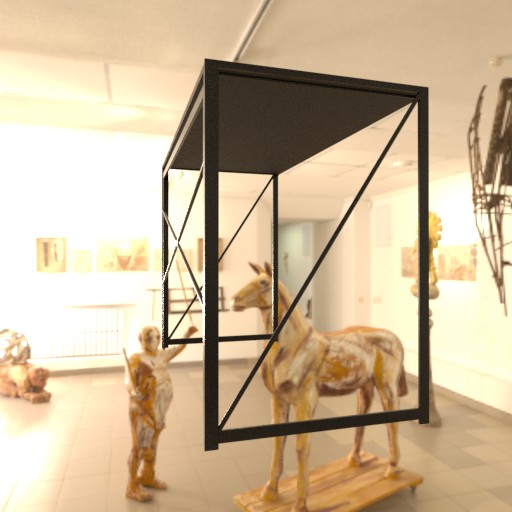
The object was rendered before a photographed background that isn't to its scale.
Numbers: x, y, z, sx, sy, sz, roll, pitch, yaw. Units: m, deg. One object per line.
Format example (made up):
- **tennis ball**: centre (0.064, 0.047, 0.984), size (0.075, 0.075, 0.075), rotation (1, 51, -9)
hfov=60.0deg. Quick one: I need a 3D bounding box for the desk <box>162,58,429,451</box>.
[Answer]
- **desk**: centre (0.000, 0.000, 1.400), size (0.505, 0.747, 1.015), rotation (0, 0, -17)
